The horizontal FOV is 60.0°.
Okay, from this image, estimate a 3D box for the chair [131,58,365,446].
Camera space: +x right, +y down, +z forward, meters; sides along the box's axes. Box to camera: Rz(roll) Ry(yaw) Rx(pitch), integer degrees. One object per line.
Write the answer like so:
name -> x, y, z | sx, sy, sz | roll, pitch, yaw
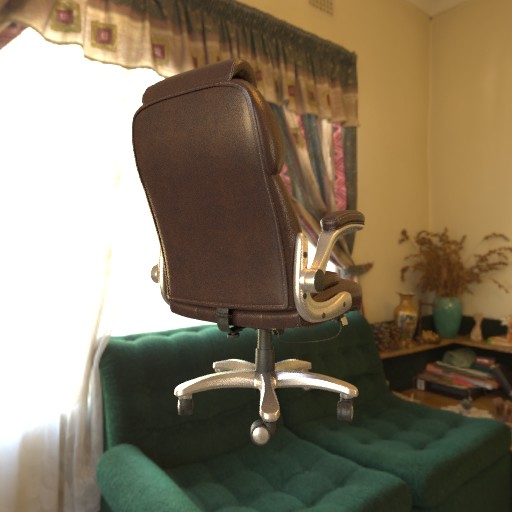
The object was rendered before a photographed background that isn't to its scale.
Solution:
chair -> 0.000, 0.000, 1.647 | 0.733, 1.160, 0.774 | 0, 1, 35
